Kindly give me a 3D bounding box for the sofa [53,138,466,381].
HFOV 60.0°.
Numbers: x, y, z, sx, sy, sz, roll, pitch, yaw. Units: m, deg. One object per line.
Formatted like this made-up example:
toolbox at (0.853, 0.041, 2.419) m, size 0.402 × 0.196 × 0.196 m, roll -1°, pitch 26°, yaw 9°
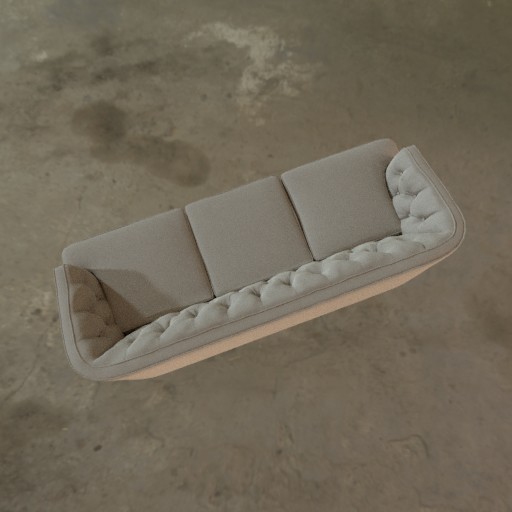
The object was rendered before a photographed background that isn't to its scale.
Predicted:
sofa at (0.000, 0.000, 2.781) m, size 2.278 × 0.855 × 0.941 m, roll -20°, pitch 76°, yaw -5°
